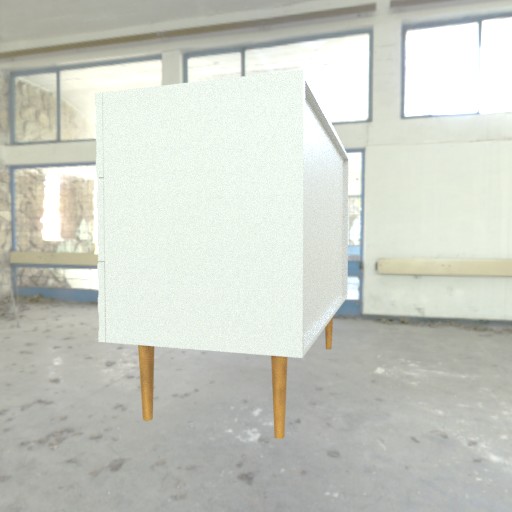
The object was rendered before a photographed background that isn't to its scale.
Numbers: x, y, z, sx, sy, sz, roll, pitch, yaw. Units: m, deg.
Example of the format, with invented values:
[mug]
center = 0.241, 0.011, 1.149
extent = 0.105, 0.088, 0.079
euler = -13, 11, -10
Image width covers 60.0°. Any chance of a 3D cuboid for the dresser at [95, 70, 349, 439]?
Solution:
[dresser]
center = 0.000, 0.000, 1.323
extent = 0.457, 0.721, 0.905
euler = 1, 2, 17
